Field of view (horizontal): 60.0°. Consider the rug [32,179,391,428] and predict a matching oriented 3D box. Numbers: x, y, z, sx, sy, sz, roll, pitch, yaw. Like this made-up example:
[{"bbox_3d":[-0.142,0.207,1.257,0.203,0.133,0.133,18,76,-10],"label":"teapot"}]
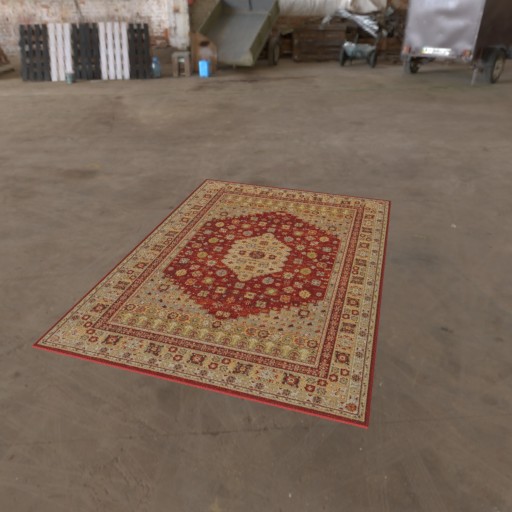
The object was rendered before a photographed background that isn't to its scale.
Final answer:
[{"bbox_3d":[0.000,0.000,2.843,1.593,0.013,2.211,9,33,14],"label":"rug"}]
